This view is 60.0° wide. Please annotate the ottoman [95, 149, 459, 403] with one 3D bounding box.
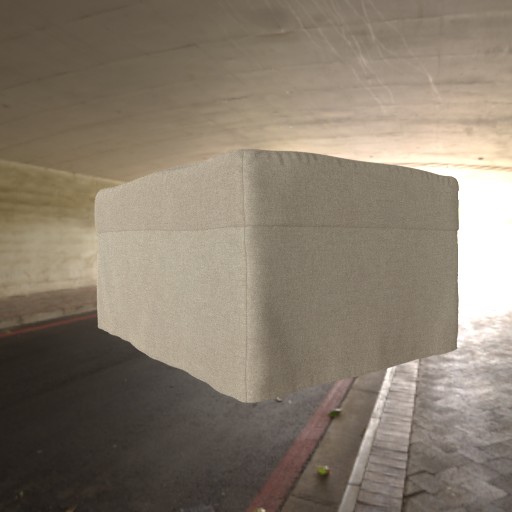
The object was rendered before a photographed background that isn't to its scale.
[{"bbox_3d":[0.000,0.000,1.223,0.650,0.485,0.833,-1,2,-36],"label":"ottoman"}]
